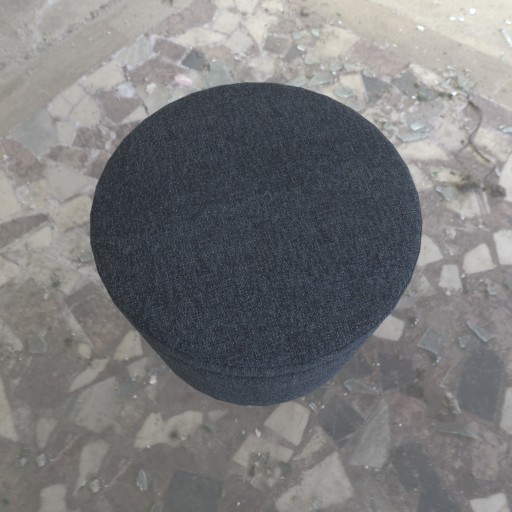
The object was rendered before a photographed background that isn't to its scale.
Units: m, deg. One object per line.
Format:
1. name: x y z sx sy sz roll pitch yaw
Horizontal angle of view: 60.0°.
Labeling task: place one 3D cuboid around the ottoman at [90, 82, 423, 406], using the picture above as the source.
1. ottoman: 0.000 0.000 0.835 0.500 0.419 0.500 0 65 0
